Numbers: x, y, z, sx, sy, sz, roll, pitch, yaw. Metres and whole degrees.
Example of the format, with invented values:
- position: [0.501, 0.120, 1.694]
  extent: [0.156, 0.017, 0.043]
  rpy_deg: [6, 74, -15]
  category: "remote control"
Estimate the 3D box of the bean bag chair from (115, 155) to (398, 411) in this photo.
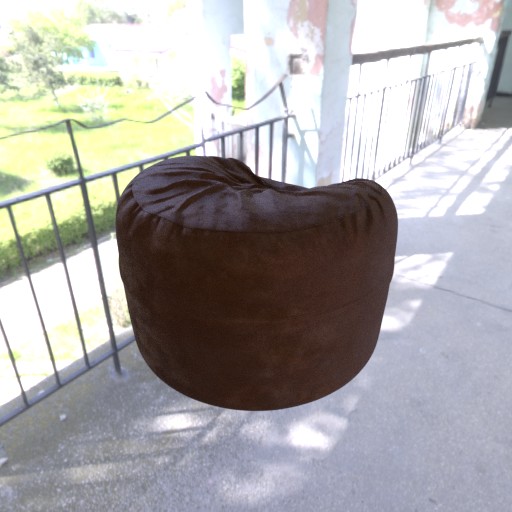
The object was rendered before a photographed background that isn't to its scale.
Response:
- position: [0.000, 0.000, 1.545]
  extent: [0.918, 0.616, 0.918]
  rpy_deg: [0, 29, 0]
  category: "bean bag chair"
